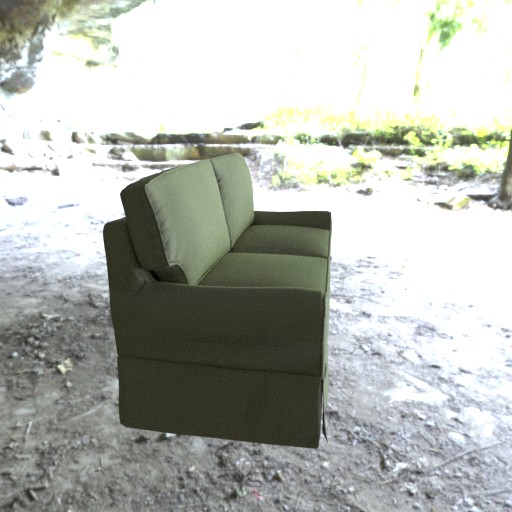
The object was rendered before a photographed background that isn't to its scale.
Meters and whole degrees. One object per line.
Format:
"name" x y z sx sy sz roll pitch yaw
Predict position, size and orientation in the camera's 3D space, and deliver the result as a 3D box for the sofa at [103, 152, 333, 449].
"sofa" 0.000 0.000 2.385 0.841 1.024 1.823 3 16 10
